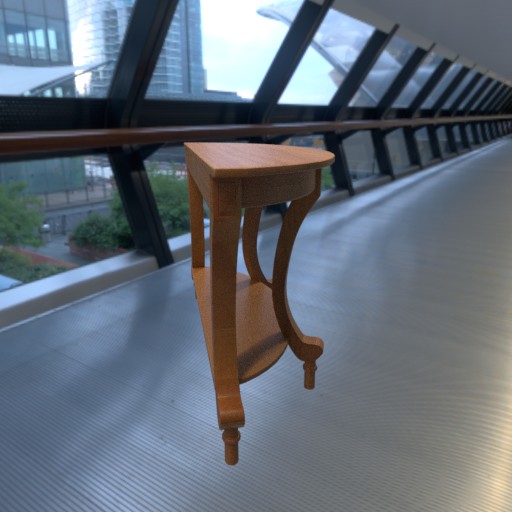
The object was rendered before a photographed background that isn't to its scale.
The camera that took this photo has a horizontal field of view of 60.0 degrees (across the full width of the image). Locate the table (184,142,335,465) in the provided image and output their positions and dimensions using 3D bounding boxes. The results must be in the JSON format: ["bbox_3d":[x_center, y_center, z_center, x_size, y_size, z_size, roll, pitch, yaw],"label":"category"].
[{"bbox_3d":[0.000,0.000,1.479,0.394,0.692,1.198,-3,17,-11],"label":"table"}]
